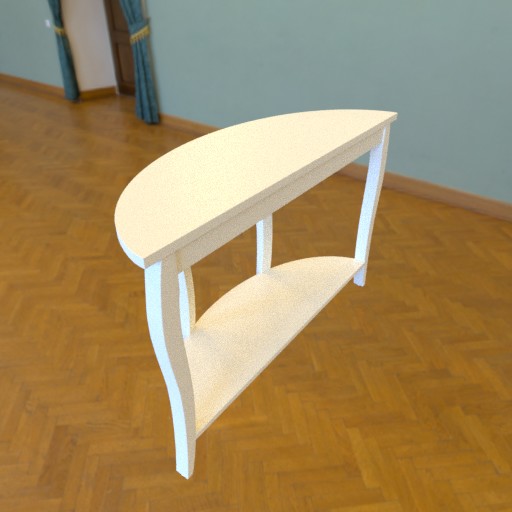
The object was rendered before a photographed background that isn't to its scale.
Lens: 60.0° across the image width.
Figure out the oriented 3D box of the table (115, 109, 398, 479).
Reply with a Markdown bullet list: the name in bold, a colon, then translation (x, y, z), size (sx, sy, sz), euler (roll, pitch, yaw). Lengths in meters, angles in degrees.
- **table**: translation (0.000, 0.000, 1.541), size (0.394, 0.780, 1.219), euler (22, 39, 30)
